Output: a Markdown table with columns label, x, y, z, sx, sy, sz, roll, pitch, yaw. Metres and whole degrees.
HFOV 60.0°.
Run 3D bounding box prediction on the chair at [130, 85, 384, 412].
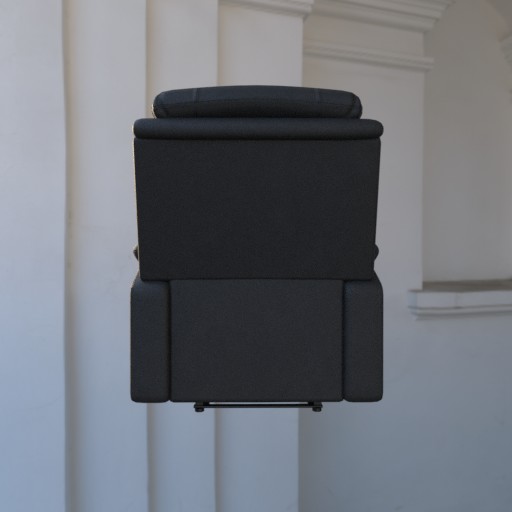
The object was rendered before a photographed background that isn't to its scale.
| label | x | y | z | sx | sy | sz | roll | pitch | yaw |
| --- | --- | --- | --- | --- | --- | --- | --- | --- | --- |
| chair | 0.000 | 0.000 | 1.661 | 0.855 | 0.992 | 0.919 | 0 | 0 | -1 |
